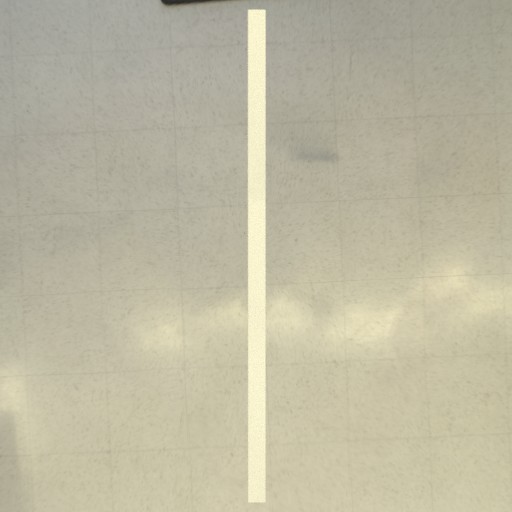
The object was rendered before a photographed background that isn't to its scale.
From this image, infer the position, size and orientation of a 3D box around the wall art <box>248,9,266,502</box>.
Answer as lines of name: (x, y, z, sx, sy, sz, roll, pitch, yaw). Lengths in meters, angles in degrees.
wall art: (0.000, 0.000, 1.123, 0.033, 0.617, 0.906, 0, 90, 0)
